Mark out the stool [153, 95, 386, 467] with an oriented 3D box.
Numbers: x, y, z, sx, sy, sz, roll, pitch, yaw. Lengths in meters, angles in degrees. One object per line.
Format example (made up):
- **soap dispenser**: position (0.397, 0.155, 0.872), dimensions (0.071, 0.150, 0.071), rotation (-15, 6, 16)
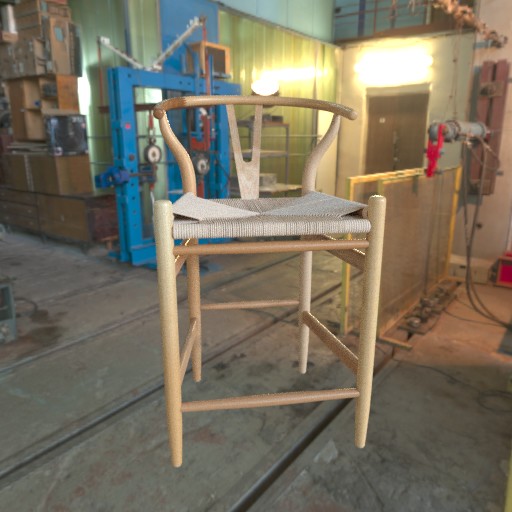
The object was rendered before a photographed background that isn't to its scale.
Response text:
- **stool**: position (0.000, 0.000, 1.283), dimensions (0.536, 0.923, 0.575), rotation (-2, 15, -8)
